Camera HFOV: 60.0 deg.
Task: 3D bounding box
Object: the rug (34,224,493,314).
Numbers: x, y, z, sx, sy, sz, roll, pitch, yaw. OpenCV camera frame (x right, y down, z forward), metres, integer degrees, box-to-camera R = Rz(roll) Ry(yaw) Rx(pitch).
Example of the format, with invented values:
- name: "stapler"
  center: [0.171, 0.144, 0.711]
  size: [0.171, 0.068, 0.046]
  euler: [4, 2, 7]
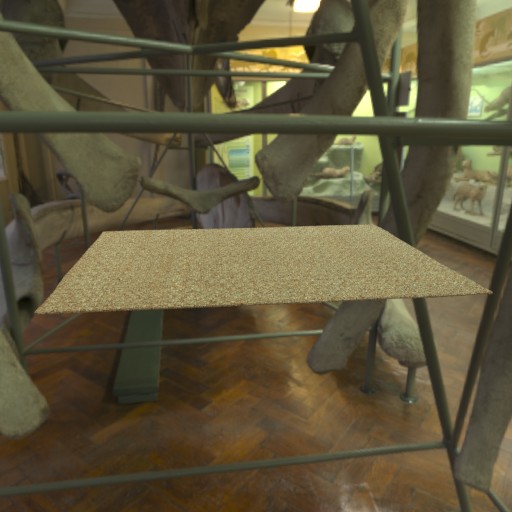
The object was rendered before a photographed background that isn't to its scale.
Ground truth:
- name: "rug"
  center: [0.000, 0.000, 2.753]
  size: [2.141, 0.013, 1.566]
  euler: [-2, 17, -7]
